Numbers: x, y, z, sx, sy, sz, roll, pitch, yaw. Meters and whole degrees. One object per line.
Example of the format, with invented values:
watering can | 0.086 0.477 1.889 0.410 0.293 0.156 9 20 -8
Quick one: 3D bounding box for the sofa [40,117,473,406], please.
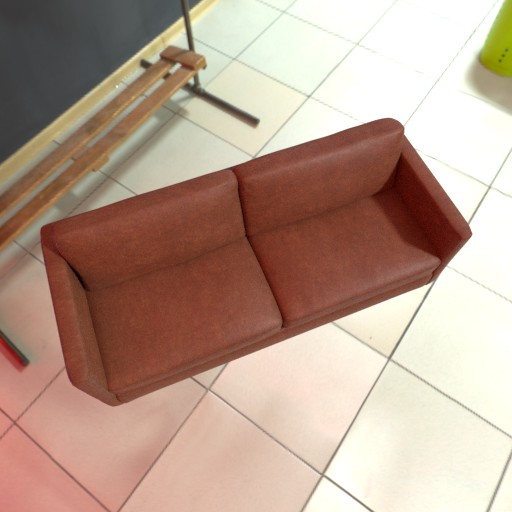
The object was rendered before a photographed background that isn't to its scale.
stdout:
sofa | 0.000 0.000 2.655 2.204 0.932 0.950 -19 65 -10
